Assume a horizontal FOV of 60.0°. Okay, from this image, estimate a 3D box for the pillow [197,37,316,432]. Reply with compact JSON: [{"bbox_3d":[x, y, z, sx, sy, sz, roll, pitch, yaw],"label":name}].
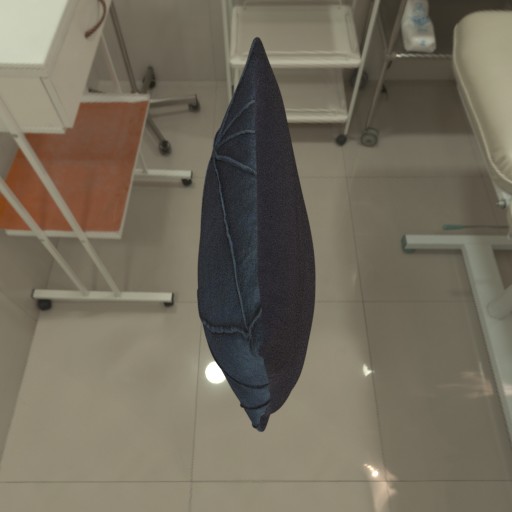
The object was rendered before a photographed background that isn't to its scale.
[{"bbox_3d":[0.000,0.000,0.669,0.183,0.440,0.439,0,60,0],"label":"pillow"}]
